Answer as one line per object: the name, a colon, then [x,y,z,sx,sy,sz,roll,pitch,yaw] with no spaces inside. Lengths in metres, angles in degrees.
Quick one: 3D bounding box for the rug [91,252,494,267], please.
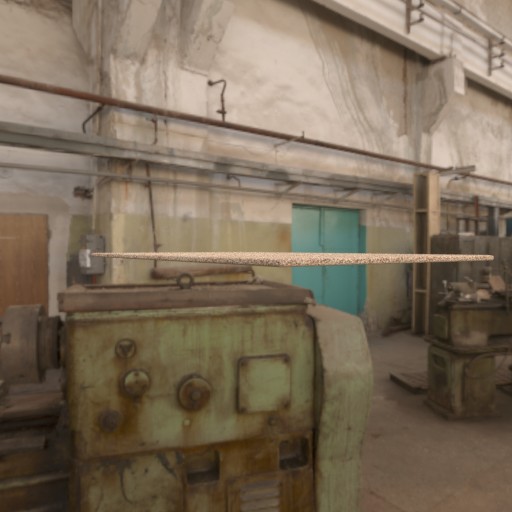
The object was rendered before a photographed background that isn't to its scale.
rug: [0.000,0.000,3.008,1.524,0.030,2.438,-1,1,-35]
